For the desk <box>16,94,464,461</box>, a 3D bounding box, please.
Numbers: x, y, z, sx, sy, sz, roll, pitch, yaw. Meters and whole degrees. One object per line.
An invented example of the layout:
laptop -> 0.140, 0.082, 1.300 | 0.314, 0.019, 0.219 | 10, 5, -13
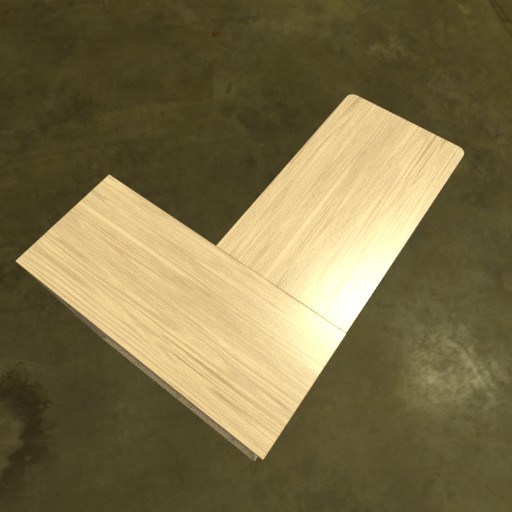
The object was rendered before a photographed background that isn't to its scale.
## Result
desk -> 0.000, 0.000, 1.736 | 0.900, 0.760, 1.170 | 33, 68, 15
